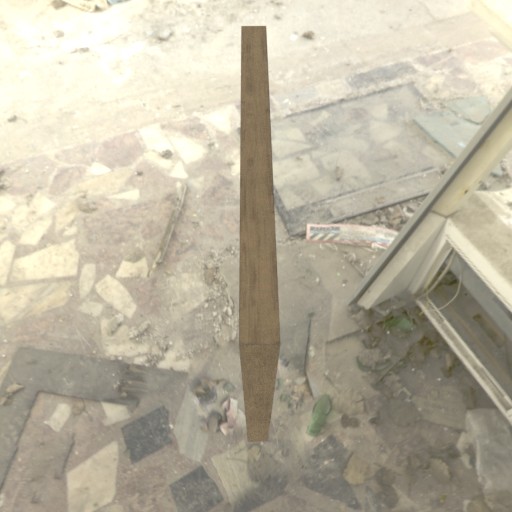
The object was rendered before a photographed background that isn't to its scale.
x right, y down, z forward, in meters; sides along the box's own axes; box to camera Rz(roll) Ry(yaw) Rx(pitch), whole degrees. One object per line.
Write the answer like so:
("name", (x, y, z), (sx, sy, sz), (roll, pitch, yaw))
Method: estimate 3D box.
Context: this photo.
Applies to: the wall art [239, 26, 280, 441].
("wall art", (0.000, 0.000, 0.755), (0.038, 0.508, 0.508), (-1, 58, 0))
